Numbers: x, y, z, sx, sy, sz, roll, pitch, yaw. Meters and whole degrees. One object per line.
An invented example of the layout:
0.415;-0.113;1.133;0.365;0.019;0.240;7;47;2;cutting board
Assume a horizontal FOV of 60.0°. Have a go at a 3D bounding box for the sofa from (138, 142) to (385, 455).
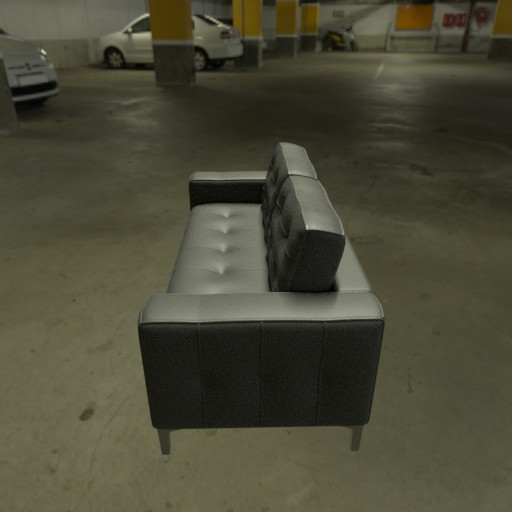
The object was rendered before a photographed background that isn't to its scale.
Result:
0.000;0.000;2.264;0.833;0.892;1.726;-1;27;-1;sofa
